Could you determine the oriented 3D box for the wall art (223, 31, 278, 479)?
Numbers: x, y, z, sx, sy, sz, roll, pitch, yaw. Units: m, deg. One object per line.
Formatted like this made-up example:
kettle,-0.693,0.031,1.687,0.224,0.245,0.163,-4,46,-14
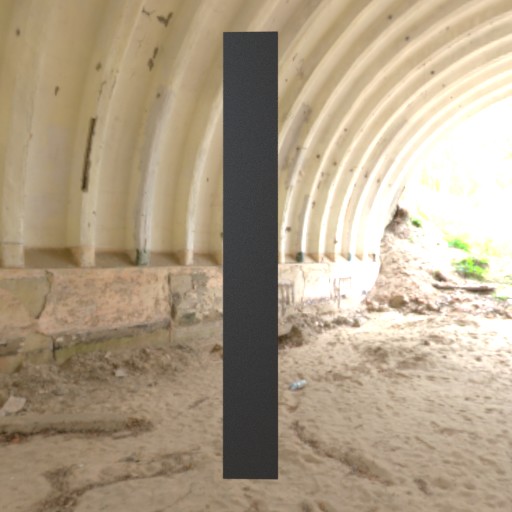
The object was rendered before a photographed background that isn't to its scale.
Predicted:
wall art,0.000,0.000,0.452,0.038,0.304,0.304,0,0,1
